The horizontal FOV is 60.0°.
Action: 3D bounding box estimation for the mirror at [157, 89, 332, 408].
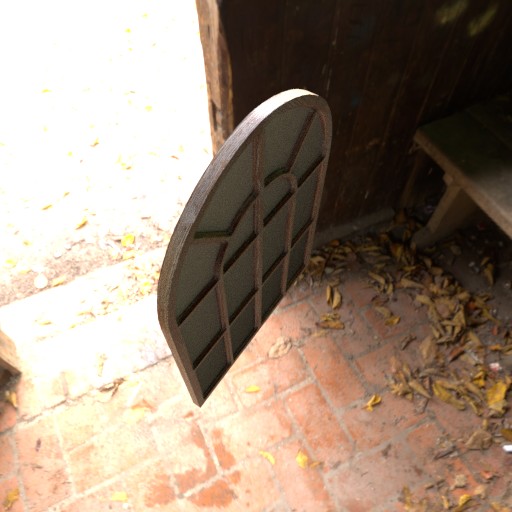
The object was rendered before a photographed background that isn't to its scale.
[{"bbox_3d":[0.000,0.000,1.180,0.032,0.920,0.660,31,62,18],"label":"mirror"}]
